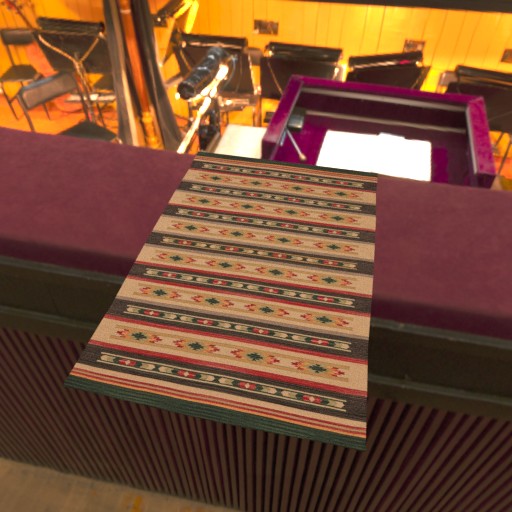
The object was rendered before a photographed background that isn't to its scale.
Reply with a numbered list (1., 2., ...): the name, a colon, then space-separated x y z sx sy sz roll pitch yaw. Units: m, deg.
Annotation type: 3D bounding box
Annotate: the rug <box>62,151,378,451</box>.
1. rug: 0.000 0.000 2.339 1.221 0.009 1.825 9 46 9
